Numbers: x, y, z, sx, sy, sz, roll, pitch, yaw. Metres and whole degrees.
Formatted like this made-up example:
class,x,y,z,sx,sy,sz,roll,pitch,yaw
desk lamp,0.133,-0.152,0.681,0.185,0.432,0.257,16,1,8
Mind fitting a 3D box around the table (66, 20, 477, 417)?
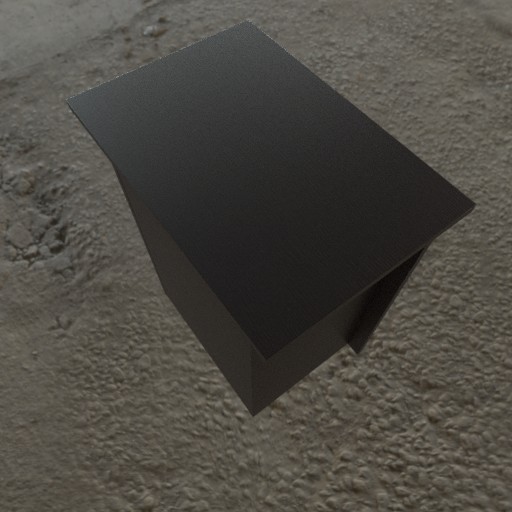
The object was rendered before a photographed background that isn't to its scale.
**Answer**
class,x,y,z,sx,sy,sz,roll,pitch,yaw
table,0.000,0.000,1.039,0.408,0.711,0.589,-33,65,-18
